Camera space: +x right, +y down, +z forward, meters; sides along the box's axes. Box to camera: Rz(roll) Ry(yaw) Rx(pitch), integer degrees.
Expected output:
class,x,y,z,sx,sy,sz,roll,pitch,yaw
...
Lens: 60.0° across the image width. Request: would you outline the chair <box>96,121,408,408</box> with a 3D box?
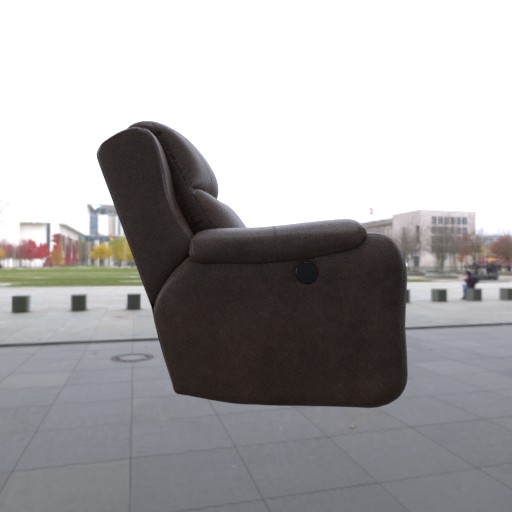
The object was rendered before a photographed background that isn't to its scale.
class,x,y,z,sx,sy,sz,roll,pitch,yaw
chair,0.000,0.000,1.833,1.067,0.990,0.940,0,-1,0
